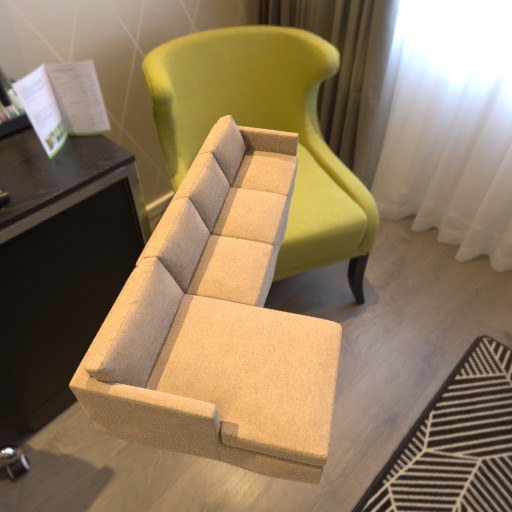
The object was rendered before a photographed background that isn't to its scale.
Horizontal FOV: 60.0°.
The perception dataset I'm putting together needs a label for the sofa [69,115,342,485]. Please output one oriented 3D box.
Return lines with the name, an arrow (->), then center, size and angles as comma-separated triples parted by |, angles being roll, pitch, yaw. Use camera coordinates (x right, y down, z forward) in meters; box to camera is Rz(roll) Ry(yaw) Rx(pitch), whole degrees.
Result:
sofa -> 0.000, 0.000, 3.816 | 1.638, 0.920, 3.198 | 9, 47, 9
